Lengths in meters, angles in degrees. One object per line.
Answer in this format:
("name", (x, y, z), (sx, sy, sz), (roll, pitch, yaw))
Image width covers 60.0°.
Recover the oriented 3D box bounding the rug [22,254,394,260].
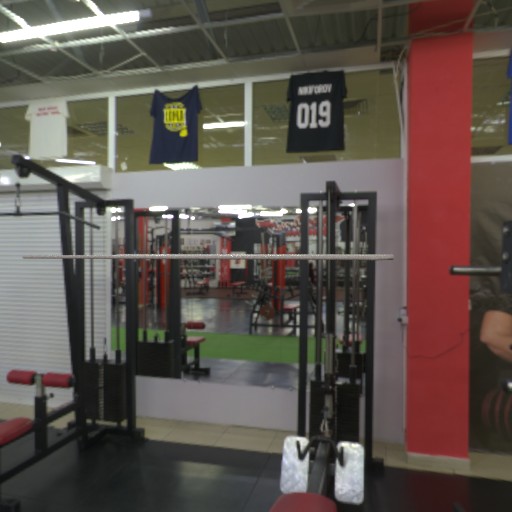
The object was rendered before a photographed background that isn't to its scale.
("rug", (0.000, 0.000, 4.098), (2.434, 0.032, 3.007), (0, 0, 17))
